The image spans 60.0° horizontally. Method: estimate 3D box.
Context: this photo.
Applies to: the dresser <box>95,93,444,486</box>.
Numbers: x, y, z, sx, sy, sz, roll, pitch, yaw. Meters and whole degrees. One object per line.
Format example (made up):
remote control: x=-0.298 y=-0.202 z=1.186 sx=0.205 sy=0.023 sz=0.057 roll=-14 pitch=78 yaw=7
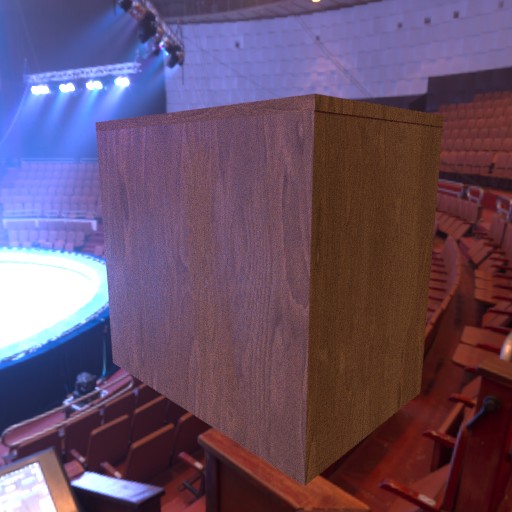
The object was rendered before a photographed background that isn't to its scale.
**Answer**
dresser: x=0.000 y=0.000 z=1.289 sx=0.809 sy=0.762 sz=0.529 roll=12 pitch=17 yaw=44
